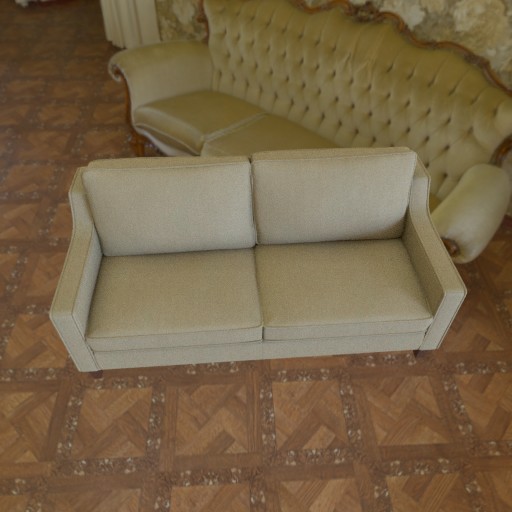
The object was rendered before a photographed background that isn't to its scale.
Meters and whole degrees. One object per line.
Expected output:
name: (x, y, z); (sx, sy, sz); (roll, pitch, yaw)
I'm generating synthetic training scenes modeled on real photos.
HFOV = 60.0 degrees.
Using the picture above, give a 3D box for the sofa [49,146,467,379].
sofa: (0.000, 0.000, 2.752); (2.178, 1.071, 1.066); (-3, 46, -3)
